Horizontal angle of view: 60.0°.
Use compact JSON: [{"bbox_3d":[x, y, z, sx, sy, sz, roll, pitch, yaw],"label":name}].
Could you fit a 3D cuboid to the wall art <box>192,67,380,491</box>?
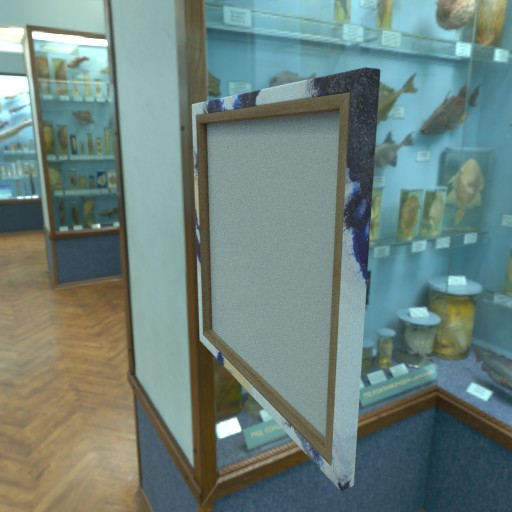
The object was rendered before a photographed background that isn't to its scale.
[{"bbox_3d":[0.000,0.000,1.270,0.038,0.885,0.887,-7,16,-27],"label":"wall art"}]
